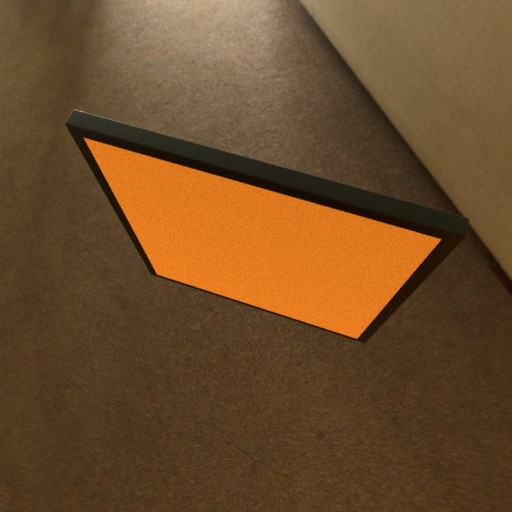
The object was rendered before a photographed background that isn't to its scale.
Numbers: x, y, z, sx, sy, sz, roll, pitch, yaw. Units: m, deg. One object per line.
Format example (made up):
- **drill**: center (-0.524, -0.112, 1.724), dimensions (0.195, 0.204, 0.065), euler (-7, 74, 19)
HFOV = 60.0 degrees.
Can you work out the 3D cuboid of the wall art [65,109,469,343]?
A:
- **wall art**: center (0.000, 0.000, 1.143), dimensions (0.755, 0.761, 0.038), euler (17, 67, 8)
